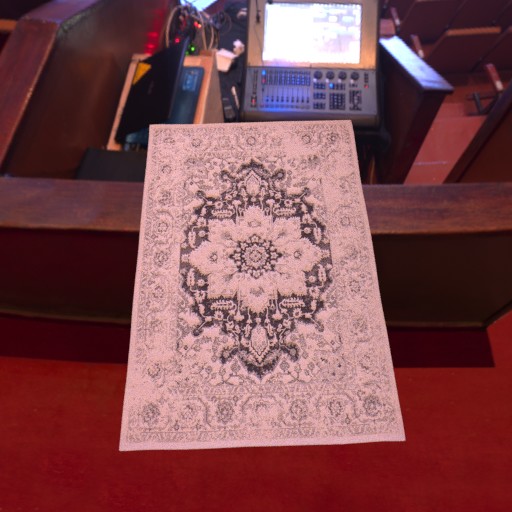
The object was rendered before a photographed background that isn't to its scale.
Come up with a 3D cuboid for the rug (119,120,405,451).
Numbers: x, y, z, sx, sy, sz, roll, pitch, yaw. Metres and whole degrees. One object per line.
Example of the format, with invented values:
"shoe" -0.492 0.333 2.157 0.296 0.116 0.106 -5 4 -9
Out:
"rug" 0.000 0.000 2.286 1.223 0.008 1.813 -2 64 -1
